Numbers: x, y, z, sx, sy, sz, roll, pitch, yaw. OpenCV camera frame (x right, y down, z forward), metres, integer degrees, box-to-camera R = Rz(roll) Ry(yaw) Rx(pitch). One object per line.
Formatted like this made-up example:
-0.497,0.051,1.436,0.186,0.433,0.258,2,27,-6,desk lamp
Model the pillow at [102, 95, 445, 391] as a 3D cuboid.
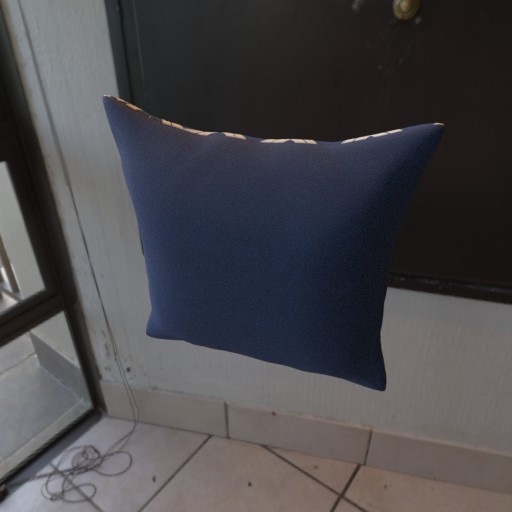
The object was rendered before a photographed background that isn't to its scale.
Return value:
0.000,0.000,0.756,0.504,0.494,0.188,10,33,15,pillow
